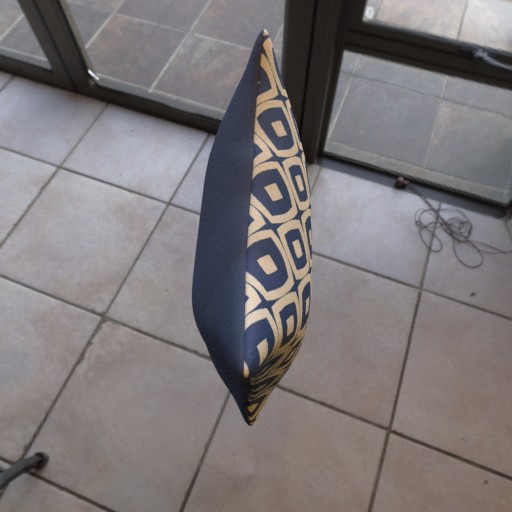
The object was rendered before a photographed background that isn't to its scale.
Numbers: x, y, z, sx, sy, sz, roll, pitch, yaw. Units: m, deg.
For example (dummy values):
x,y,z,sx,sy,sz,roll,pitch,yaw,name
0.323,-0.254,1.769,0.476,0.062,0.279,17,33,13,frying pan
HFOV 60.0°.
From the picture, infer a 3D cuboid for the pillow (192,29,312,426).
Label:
x,y,z,sx,sy,sz,roll,pitch,yaw,name
0.000,0.000,0.762,0.188,0.494,0.504,2,64,1,pillow
